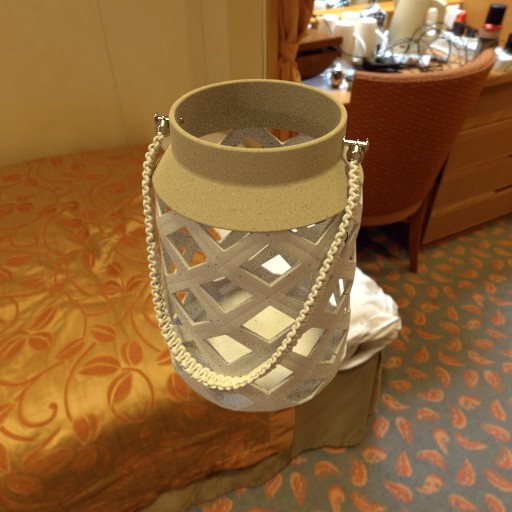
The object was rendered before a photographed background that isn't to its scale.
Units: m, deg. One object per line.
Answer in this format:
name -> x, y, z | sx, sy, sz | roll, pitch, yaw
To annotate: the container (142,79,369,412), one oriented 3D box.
container -> 0.000, 0.000, 0.395 | 0.188, 0.264, 0.198 | 11, 42, 12
